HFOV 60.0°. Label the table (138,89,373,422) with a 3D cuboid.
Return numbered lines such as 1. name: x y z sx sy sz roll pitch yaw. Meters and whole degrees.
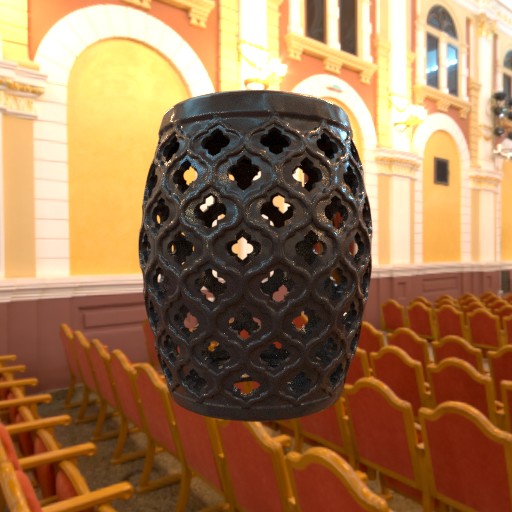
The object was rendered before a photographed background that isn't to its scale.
1. table: 0.000 0.000 0.636 0.325 0.388 0.325 0 1 0
